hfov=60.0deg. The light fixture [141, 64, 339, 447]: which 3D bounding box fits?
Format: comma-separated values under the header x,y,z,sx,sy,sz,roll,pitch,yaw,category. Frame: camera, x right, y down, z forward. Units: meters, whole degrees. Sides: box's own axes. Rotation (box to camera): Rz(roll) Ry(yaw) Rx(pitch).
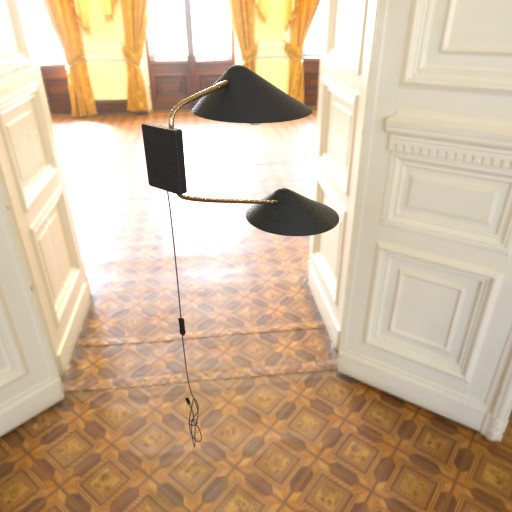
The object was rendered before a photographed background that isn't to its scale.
x,y,z,sx,sy,sz,roll,pitch,yaw,category
0.000,0.000,0.826,0.189,0.665,0.422,21,35,32,light fixture
